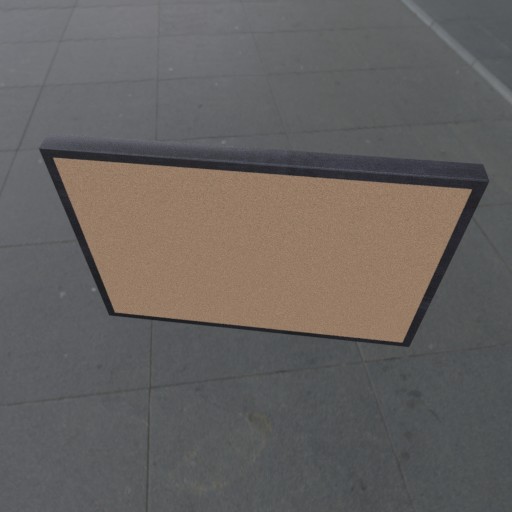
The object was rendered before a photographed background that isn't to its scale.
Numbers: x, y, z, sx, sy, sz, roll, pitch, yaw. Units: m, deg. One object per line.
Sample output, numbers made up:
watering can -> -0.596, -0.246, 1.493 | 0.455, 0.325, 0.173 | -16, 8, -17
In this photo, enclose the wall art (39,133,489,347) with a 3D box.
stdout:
wall art -> 0.000, 0.000, 0.756 | 0.610, 0.409, 0.038 | 5, 48, 5
